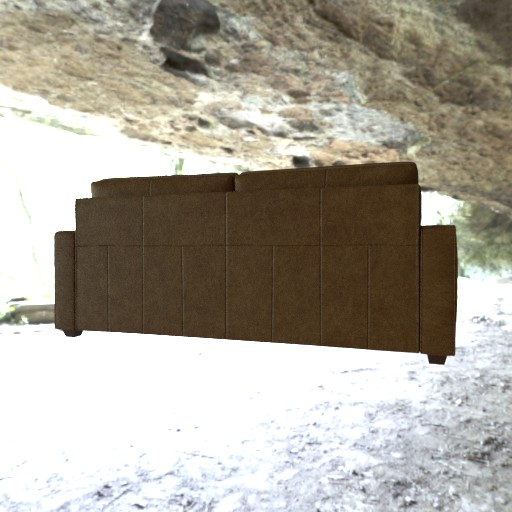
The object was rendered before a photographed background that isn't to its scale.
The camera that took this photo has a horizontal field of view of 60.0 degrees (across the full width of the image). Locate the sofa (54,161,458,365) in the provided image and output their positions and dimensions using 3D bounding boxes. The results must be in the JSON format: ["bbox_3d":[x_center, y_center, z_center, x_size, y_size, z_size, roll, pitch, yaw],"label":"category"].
[{"bbox_3d":[0.000,0.000,2.662,2.156,0.928,0.991,0,1,18],"label":"sofa"}]
